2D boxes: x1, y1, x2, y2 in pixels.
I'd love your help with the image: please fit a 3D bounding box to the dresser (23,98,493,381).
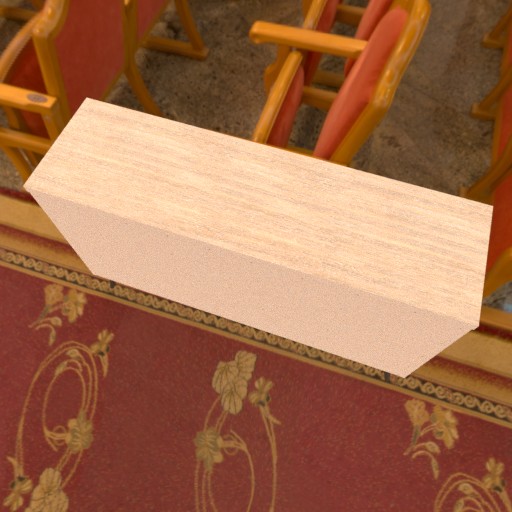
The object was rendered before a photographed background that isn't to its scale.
[{"bbox_3d":[0.000,0.000,1.904,1.524,0.914,0.457,17,64,9],"label":"dresser"}]
